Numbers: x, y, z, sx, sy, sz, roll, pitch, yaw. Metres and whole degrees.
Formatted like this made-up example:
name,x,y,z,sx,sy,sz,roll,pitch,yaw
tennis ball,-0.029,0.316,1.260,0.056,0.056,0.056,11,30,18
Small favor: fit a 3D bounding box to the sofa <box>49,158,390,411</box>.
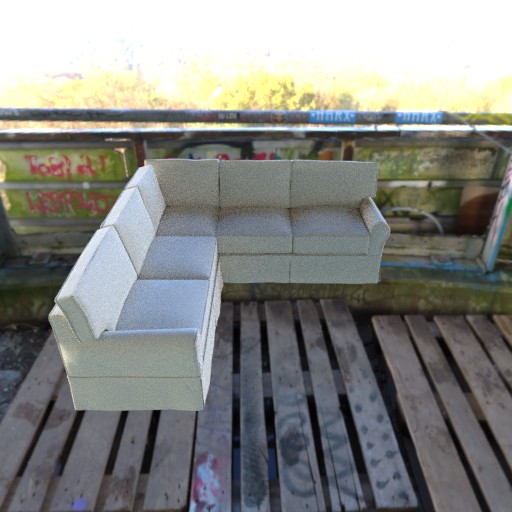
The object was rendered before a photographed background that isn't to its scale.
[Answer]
name,x,y,z,sx,sy,sz,roll,pitch,yaw
sofa,0.000,0.000,3.980,2.597,1.070,2.591,0,31,0
